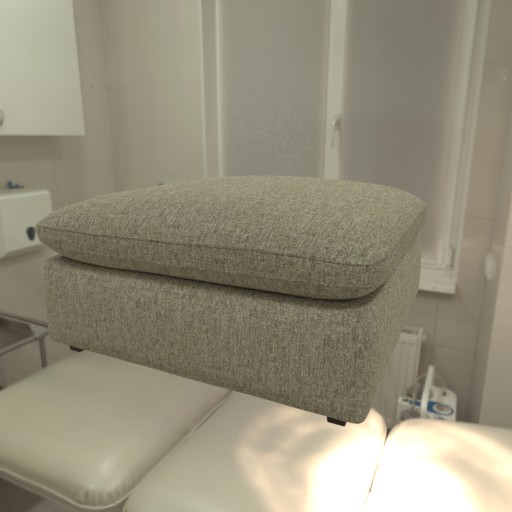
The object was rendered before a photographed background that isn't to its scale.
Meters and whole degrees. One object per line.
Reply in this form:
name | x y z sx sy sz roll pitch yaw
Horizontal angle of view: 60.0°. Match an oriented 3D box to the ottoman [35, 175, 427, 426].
ottoman | 0.000 0.000 1.570 1.039 0.526 1.035 7 17 25
